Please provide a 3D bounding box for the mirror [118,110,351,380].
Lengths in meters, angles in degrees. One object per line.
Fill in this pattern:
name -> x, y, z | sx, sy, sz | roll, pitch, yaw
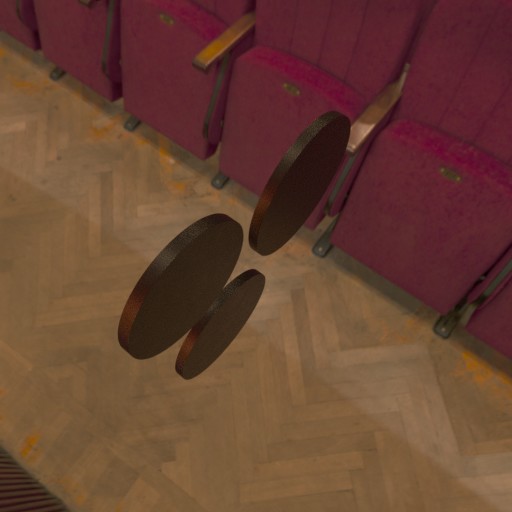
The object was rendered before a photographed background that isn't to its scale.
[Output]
mirror -> 0.000, 0.000, 3.196 | 0.076, 2.096, 2.160 | 35, 68, 16
